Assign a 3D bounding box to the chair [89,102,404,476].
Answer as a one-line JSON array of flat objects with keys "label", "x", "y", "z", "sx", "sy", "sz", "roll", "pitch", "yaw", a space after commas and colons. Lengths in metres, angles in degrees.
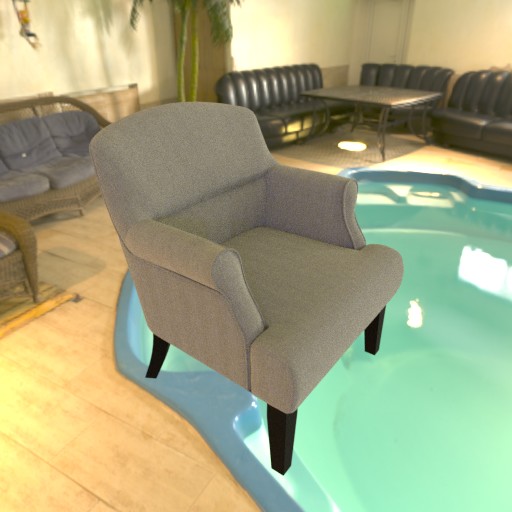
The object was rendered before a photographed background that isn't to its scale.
[{"label": "chair", "x": 0.000, "y": 0.000, "z": 1.431, "sx": 0.755, "sy": 0.880, "sz": 0.772, "roll": 19, "pitch": 33, "yaw": 32}]
